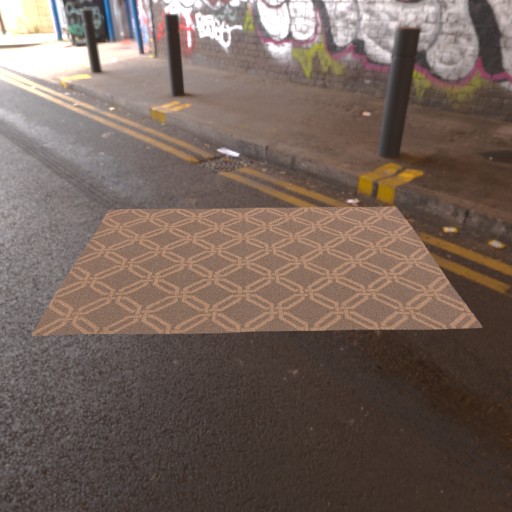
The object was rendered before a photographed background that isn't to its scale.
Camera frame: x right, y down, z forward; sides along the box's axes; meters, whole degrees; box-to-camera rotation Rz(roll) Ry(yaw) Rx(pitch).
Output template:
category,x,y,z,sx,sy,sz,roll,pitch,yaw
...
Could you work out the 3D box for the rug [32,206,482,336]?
category,x,y,z,sx,sy,sz,roll,pitch,yaw
rug,0.000,0.000,2.194,1.754,0.010,1.148,-1,31,-1
